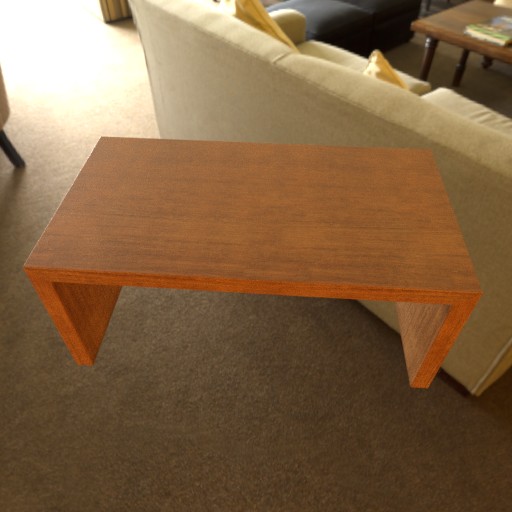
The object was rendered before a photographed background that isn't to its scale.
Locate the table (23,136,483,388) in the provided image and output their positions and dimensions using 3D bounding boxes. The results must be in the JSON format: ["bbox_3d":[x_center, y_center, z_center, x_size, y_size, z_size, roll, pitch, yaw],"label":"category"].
[{"bbox_3d":[0.000,0.000,1.299,1.000,0.419,0.549,3,46,3],"label":"table"}]
